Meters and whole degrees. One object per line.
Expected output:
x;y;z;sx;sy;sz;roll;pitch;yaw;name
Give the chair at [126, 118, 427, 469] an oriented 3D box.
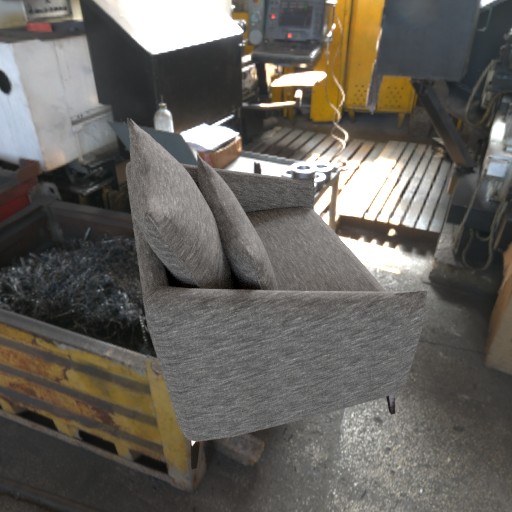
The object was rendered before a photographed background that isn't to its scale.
0.000;0.000;1.593;0.805;0.842;1.004;-9;35;-14;chair
